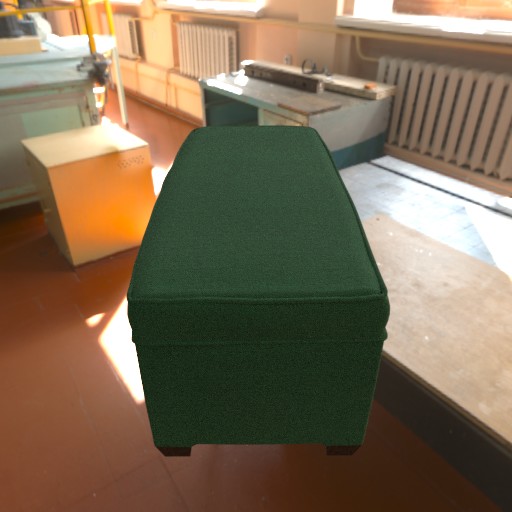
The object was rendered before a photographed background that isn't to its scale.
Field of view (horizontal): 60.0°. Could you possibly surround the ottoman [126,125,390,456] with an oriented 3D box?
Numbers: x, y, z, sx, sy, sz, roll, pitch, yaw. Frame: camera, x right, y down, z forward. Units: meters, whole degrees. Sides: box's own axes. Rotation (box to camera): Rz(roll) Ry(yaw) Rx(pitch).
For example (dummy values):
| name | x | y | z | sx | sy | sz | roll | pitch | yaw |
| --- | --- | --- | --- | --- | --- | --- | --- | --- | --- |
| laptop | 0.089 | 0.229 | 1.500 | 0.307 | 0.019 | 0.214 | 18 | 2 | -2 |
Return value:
| name | x | y | z | sx | sy | sz | roll | pitch | yaw |
| --- | --- | --- | --- | --- | --- | --- | --- | --- | --- |
| ottoman | 0.000 | 0.000 | 1.215 | 0.483 | 0.471 | 0.957 | 0 | 32 | 0 |
